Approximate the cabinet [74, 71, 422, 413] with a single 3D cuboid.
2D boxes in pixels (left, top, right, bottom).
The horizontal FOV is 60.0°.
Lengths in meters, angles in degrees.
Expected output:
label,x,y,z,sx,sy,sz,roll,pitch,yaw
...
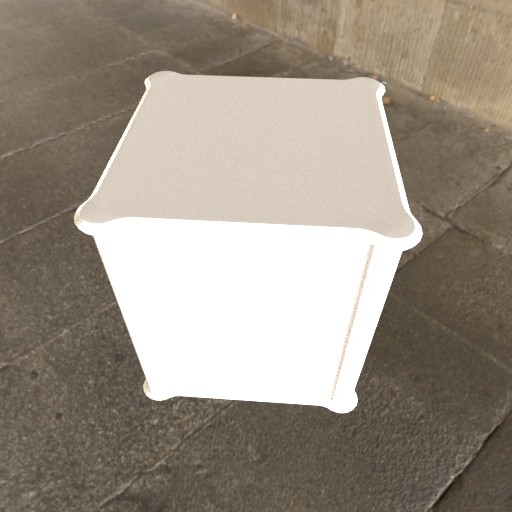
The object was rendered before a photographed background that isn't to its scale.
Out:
label,x,y,z,sx,sy,sz,roll,pitch,yaw
cabinet,0.000,0.000,1.240,0.628,0.761,0.627,3,47,3
